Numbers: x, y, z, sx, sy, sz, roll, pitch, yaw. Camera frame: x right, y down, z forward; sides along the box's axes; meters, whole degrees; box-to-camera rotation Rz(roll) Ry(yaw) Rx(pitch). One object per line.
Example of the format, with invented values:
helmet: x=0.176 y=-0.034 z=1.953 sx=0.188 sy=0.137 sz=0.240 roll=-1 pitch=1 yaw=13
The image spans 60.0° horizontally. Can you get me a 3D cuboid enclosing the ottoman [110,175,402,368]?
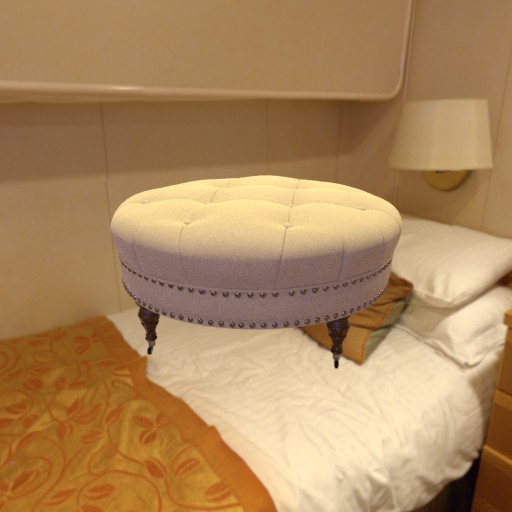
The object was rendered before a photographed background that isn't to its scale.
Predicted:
ottoman: x=0.000 y=0.000 z=1.451 sx=0.901 sy=0.439 sz=0.901 roll=0 pitch=19 yaw=0
